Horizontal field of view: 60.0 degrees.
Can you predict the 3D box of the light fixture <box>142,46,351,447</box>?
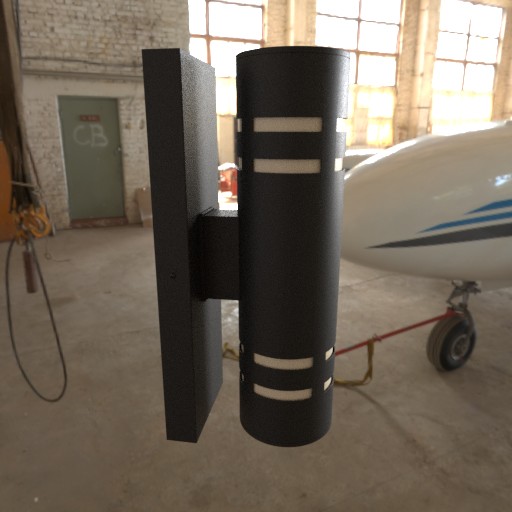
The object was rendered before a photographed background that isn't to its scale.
[{"bbox_3d":[0.000,0.000,0.399,0.149,0.330,0.105,3,16,9],"label":"light fixture"}]
